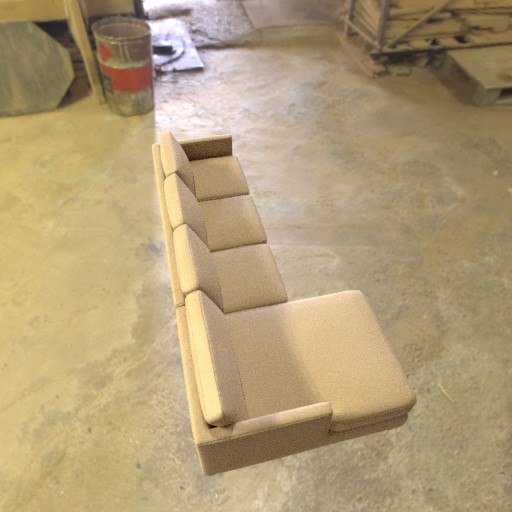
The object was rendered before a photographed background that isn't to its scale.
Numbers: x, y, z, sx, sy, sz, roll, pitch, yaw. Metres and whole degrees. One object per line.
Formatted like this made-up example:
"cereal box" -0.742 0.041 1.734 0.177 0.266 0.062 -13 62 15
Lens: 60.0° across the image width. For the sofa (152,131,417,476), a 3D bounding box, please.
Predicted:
"sofa" 0.000 0.000 3.865 1.502 0.876 3.201 -10 48 -9
